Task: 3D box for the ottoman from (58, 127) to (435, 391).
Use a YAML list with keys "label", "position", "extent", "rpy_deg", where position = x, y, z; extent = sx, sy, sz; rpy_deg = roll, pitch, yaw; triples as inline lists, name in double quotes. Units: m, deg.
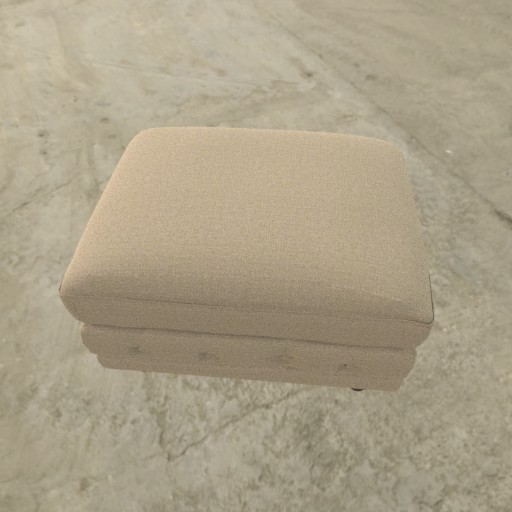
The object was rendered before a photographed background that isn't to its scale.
- label: "ottoman"
  position: [0.000, 0.000, 1.049]
  extent: [0.684, 0.463, 0.541]
  rpy_deg: [4, 48, 4]
